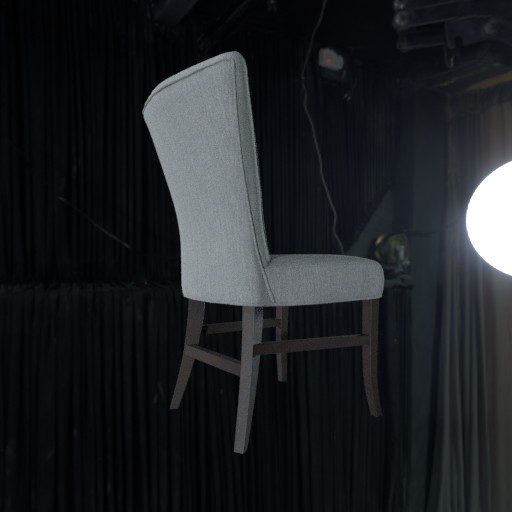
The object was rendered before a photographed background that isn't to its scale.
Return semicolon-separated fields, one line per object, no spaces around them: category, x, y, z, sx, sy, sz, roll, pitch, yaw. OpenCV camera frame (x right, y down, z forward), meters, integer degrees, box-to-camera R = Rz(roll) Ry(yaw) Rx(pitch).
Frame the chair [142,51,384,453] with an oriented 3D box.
chair;0.000;0.000;1.397;0.660;0.991;0.520;0;0;-36
